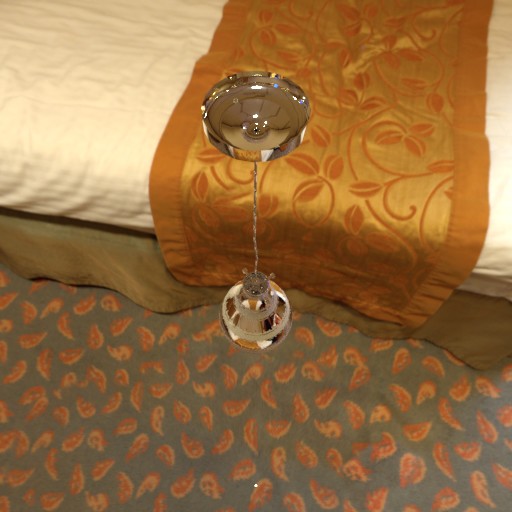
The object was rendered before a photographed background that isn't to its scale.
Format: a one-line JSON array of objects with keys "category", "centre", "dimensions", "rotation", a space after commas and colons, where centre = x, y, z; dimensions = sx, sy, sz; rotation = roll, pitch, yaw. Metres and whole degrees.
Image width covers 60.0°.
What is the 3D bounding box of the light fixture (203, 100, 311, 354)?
[{"category": "light fixture", "centre": [0.000, 0.000, 1.655], "dimensions": [0.374, 1.457, 0.374], "rotation": [-31, 67, -15]}]
